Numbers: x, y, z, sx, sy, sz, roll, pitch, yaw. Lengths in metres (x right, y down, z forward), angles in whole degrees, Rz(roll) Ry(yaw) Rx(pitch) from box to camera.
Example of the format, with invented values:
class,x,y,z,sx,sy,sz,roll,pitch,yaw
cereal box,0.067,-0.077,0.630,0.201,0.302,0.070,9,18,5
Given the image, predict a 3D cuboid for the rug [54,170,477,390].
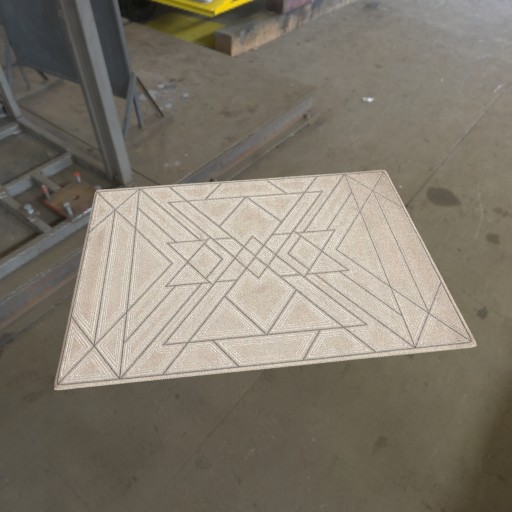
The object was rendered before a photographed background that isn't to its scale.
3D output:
class,x,y,z,sx,sy,sz,roll,pitch,yaw
rug,0.000,0.000,4.323,3.381,0.026,2.436,-5,47,-4
